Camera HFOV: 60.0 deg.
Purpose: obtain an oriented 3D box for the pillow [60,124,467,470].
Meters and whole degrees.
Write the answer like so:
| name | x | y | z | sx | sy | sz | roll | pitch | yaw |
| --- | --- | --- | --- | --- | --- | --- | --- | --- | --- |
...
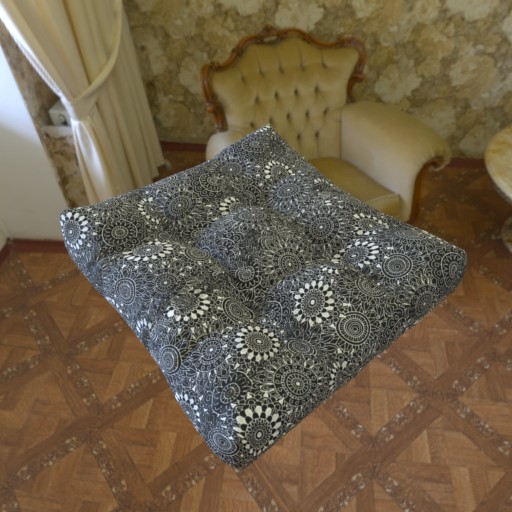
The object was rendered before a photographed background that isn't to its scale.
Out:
| name | x | y | z | sx | sy | sz | roll | pitch | yaw |
| --- | --- | --- | --- | --- | --- | --- | --- | --- | --- |
| pillow | 0.000 | 0.000 | 0.721 | 0.468 | 0.128 | 0.490 | -30 | 53 | -26 |
